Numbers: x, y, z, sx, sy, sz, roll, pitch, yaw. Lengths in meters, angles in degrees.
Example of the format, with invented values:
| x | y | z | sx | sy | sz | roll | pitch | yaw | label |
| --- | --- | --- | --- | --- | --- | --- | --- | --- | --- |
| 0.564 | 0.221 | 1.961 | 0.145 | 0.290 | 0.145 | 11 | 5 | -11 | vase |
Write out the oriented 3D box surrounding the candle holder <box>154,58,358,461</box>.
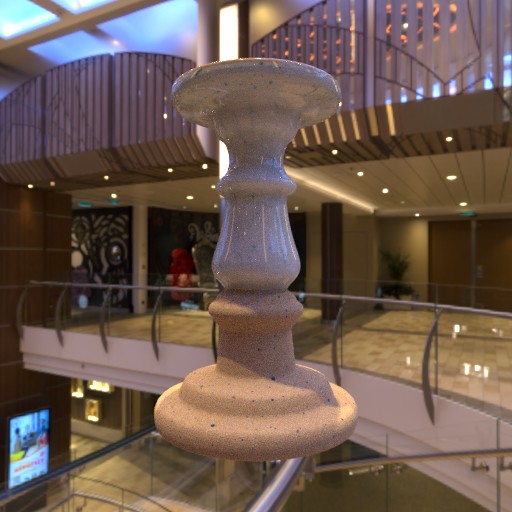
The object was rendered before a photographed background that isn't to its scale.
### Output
| x | y | z | sx | sy | sz | roll | pitch | yaw | label |
| --- | --- | --- | --- | --- | --- | --- | --- | --- | --- |
| 0.000 | 0.000 | 0.275 | 0.123 | 0.202 | 0.123 | 0 | 0 | 0 | candle holder |
